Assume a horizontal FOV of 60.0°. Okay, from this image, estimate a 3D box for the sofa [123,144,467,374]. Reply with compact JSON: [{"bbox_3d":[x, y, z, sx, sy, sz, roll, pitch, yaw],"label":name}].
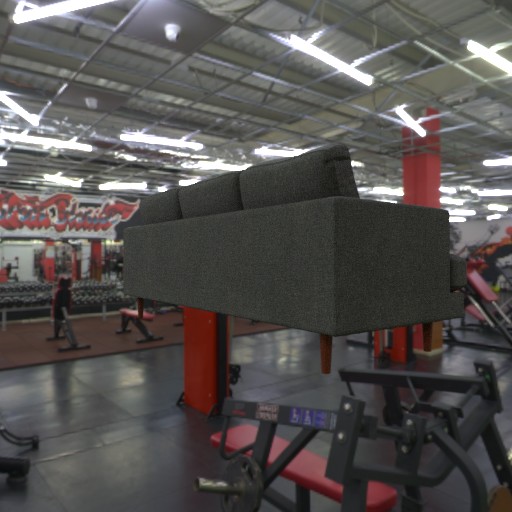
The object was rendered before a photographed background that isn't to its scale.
[{"bbox_3d":[0.000,0.000,2.752,0.903,0.930,2.246,0,0,-36],"label":"sofa"}]
